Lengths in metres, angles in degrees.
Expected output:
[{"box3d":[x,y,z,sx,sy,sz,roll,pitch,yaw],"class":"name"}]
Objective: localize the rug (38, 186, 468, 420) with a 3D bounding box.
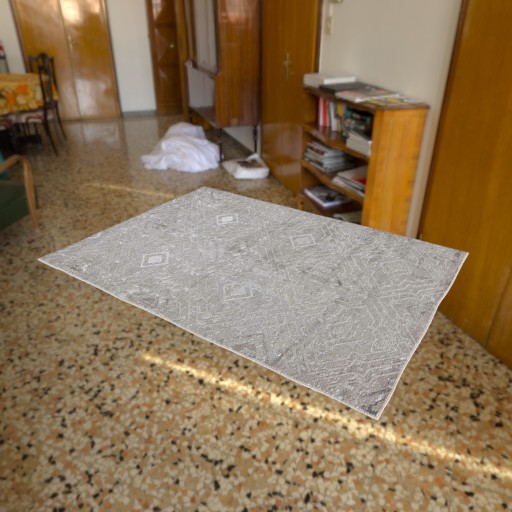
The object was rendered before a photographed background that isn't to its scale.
[{"box3d":[0.000,0.000,4.256,3.359,0.020,2.448,18,34,30],"class":"rug"}]
